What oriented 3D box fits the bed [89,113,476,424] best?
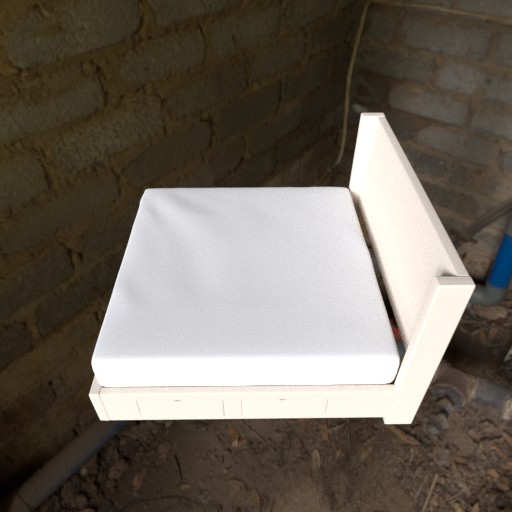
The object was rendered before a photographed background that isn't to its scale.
[{"bbox_3d":[0.000,0.000,3.584,2.293,1.471,2.145,0,42,-1],"label":"bed"}]
